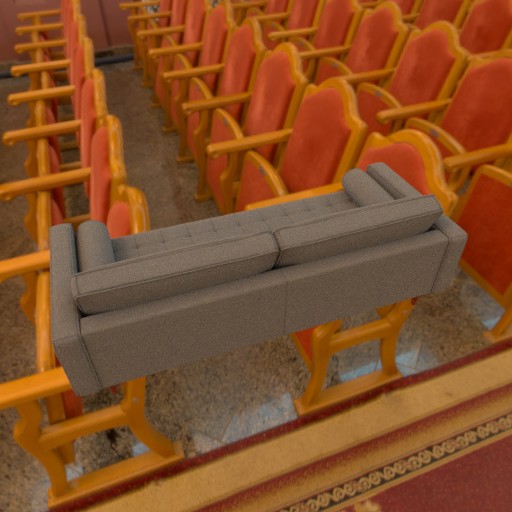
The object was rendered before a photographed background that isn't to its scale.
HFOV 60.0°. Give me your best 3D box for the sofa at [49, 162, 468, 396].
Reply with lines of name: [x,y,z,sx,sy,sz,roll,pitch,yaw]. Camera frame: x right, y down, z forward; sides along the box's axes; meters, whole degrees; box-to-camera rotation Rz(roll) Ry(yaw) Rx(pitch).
sofa: [0.000,0.000,2.611,2.198,0.762,0.914,-13,42,-15]
